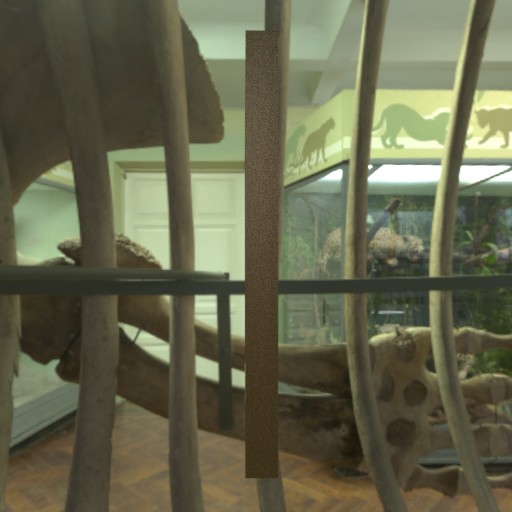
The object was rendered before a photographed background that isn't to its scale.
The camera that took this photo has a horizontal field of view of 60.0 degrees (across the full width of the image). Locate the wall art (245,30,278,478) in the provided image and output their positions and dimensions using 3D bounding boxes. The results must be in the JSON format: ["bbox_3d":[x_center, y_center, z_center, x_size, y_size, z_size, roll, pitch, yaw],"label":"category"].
[{"bbox_3d":[0.000,0.000,0.758,0.037,0.509,0.510,0,-1,-1],"label":"wall art"}]
